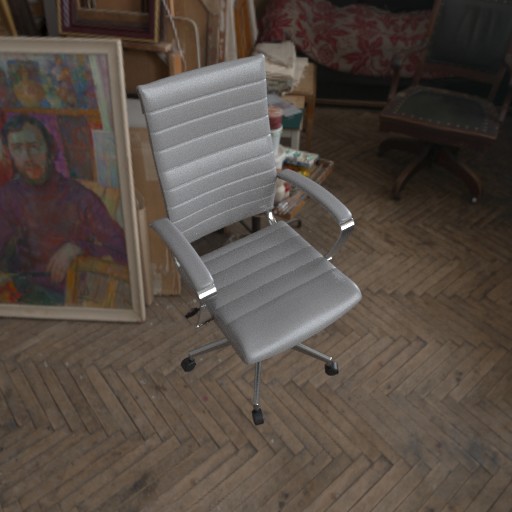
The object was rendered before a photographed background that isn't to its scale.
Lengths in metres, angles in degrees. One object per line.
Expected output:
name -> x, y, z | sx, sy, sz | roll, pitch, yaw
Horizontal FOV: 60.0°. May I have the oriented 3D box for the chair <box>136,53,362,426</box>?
chair -> 0.000, 0.000, 1.607 | 0.679, 1.149, 0.667 | -25, 51, -23
